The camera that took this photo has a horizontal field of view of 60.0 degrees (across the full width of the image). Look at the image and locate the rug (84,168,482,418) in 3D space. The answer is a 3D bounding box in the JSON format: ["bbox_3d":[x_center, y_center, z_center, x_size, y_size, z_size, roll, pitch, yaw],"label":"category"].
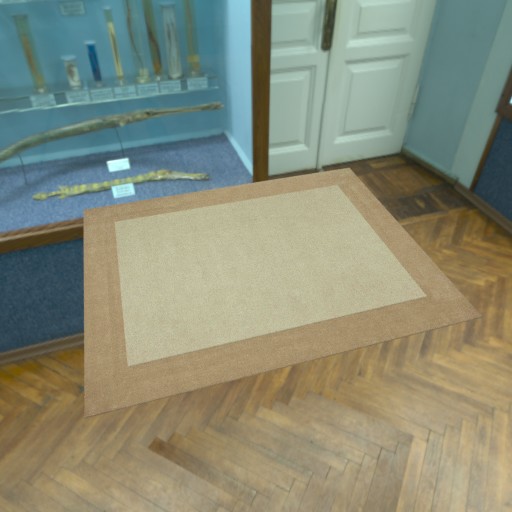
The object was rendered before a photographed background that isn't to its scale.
[{"bbox_3d":[0.000,0.000,4.088,3.048,0.014,2.438,-11,42,-12],"label":"rug"}]
